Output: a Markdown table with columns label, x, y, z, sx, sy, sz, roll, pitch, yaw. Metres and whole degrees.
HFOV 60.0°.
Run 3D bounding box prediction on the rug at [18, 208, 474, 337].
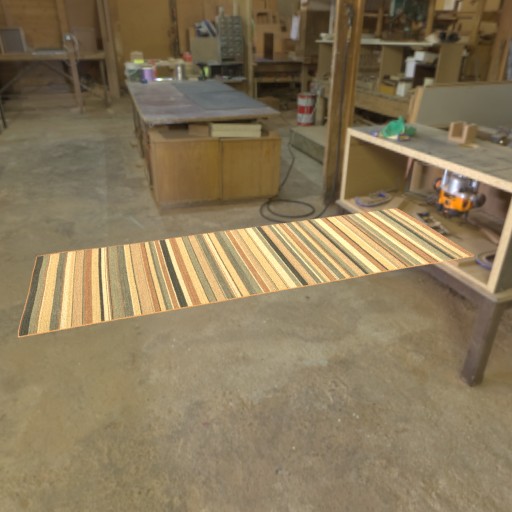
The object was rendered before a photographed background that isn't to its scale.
| label | x | y | z | sx | sy | sz | roll | pitch | yaw |
| --- | --- | --- | --- | --- | --- | --- | --- | --- | --- |
| rug | 0.000 | 0.000 | 2.593 | 2.444 | 0.010 | 0.799 | -9 | 29 | -16 |
